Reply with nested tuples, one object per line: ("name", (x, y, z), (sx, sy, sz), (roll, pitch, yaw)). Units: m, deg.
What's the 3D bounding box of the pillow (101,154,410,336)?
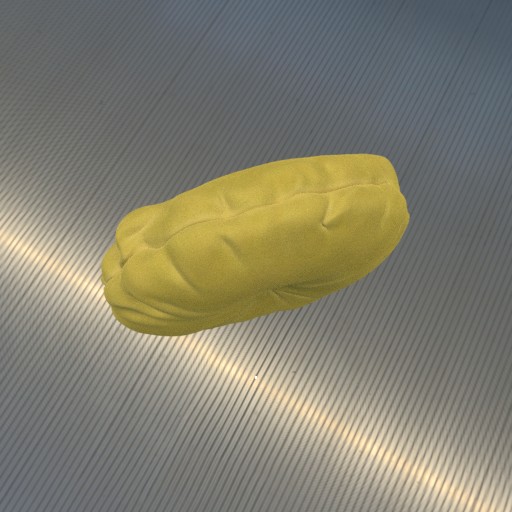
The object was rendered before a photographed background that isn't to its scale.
("pillow", (0.000, 0.000, 0.616), (0.428, 0.407, 0.148), (-16, 75, -4))
